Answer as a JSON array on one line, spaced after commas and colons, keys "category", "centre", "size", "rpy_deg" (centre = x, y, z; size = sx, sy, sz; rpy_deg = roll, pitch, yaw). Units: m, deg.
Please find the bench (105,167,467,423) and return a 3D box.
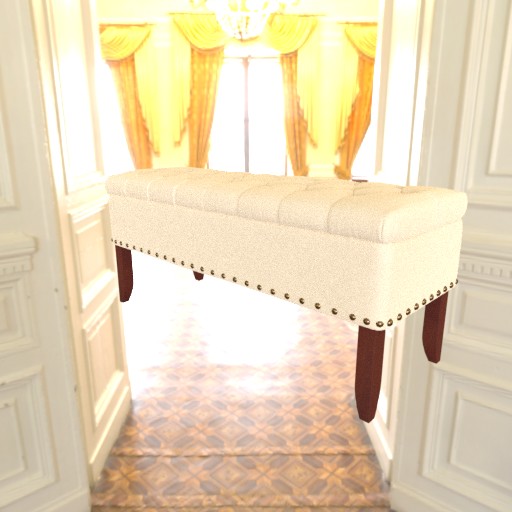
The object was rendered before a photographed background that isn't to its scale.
[{"category": "bench", "centre": [0.000, 0.000, 1.325], "size": [1.054, 0.470, 0.400], "rpy_deg": [14, 21, 42]}]
